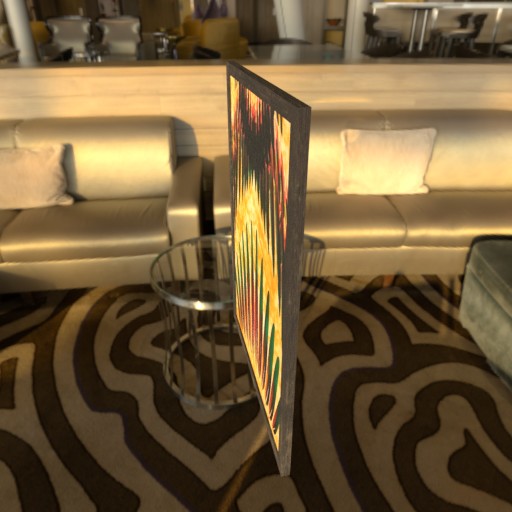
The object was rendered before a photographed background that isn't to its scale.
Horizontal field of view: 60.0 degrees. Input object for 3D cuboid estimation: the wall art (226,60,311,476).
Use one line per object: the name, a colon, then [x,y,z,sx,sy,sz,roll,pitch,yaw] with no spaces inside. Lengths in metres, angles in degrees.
wall art: [0.000,0.000,1.413,0.029,1.066,0.812,-6,30,-11]
